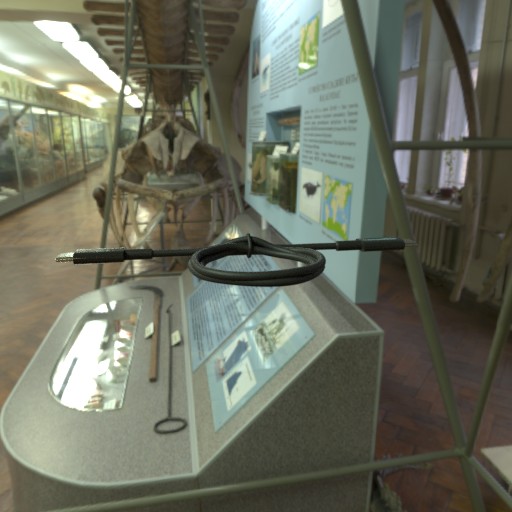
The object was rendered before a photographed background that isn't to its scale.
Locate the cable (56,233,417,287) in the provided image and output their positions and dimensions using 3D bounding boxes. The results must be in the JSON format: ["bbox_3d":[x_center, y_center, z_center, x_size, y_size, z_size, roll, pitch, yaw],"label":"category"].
[{"bbox_3d":[0.000,0.000,0.225,0.203,0.014,0.070,-3,15,-10],"label":"cable"}]
